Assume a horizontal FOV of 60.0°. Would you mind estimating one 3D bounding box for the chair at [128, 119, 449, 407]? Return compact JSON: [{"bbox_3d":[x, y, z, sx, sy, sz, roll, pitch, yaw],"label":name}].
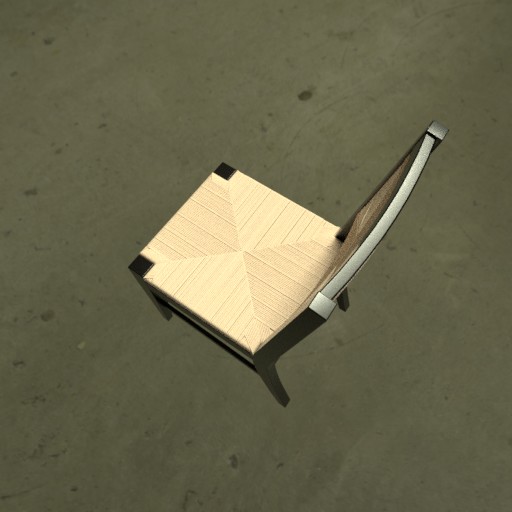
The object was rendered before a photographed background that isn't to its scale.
[{"bbox_3d":[0.000,0.000,1.189,0.552,0.927,0.437,32,68,15],"label":"chair"}]
